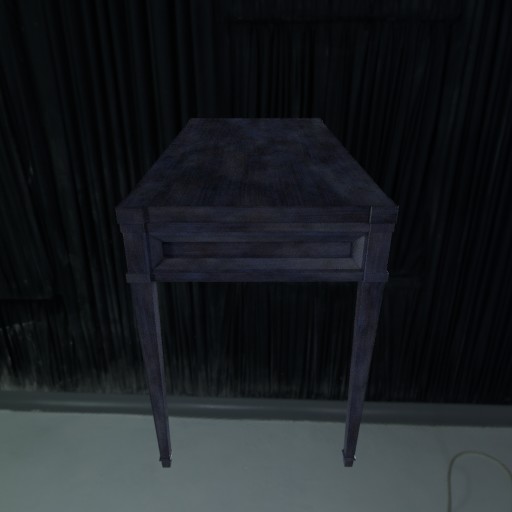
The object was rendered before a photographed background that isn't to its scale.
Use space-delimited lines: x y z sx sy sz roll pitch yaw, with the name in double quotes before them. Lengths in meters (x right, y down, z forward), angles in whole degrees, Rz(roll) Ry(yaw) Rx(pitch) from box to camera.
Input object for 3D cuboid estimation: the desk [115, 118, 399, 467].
"desk" 0.000 0.000 1.750 0.630 0.861 1.289 0 26 0
